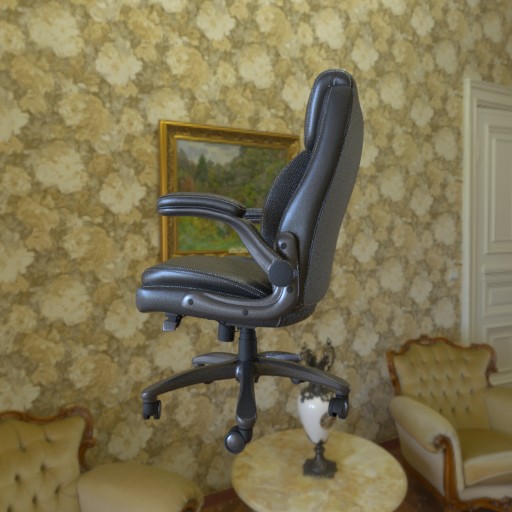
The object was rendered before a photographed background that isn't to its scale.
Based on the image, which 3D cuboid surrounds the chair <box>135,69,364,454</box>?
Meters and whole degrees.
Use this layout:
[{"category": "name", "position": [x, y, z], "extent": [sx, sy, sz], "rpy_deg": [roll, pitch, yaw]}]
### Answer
[{"category": "chair", "position": [0.000, 0.000, 1.587], "extent": [0.724, 1.110, 0.782], "rpy_deg": [1, 2, 17]}]
